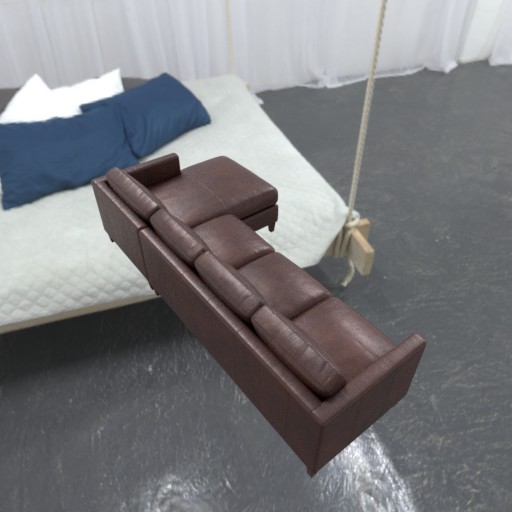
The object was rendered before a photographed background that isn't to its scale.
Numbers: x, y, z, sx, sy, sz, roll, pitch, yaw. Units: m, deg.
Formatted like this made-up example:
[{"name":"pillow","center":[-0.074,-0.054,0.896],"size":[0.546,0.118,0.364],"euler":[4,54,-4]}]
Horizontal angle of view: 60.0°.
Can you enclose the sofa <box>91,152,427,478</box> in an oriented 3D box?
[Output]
[{"name":"sofa","center":[0.000,0.000,3.889],"size":[1.581,0.883,3.203],"euler":[-27,48,-28]}]
